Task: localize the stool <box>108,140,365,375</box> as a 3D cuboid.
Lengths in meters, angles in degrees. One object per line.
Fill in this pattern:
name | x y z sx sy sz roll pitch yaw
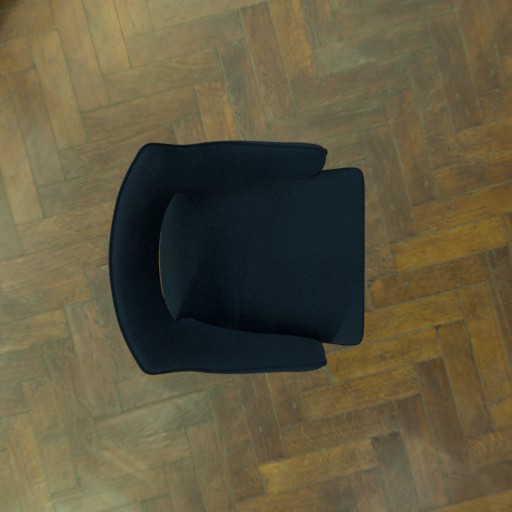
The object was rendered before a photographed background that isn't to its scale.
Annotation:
stool | 0.000 0.000 1.275 0.560 0.940 0.550 0 91 0
